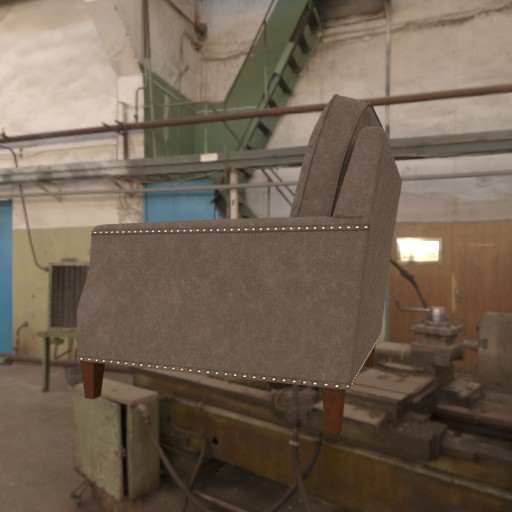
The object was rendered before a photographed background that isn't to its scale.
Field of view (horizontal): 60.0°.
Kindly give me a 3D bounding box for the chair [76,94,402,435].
[{"bbox_3d":[0.000,0.000,1.685,1.014,0.948,0.853,0,0,21],"label":"chair"}]
